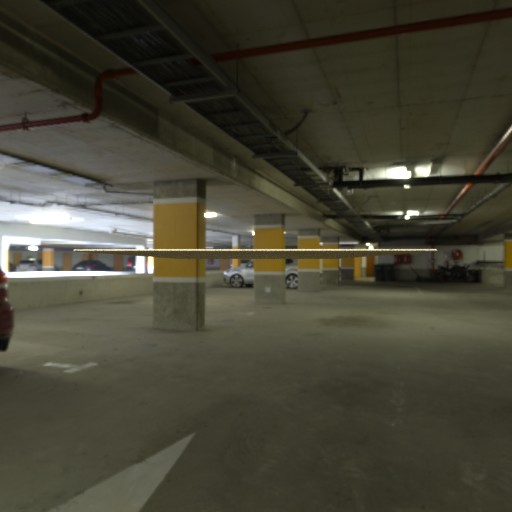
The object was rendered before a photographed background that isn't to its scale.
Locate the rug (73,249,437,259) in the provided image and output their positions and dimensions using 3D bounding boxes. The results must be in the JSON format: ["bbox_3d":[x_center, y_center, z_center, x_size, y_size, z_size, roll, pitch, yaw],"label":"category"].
[{"bbox_3d":[0.000,0.000,3.052,1.529,0.009,2.446,0,-1,1],"label":"rug"}]
